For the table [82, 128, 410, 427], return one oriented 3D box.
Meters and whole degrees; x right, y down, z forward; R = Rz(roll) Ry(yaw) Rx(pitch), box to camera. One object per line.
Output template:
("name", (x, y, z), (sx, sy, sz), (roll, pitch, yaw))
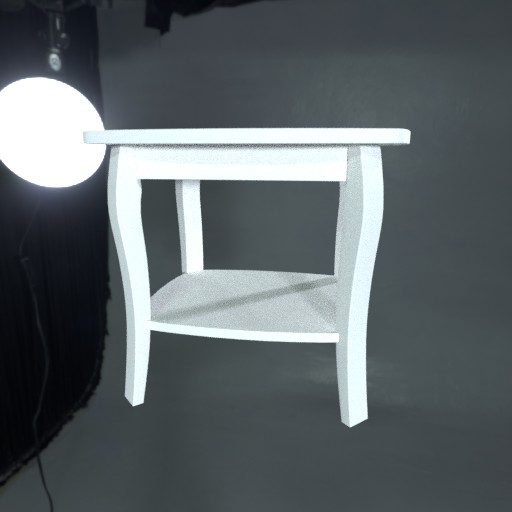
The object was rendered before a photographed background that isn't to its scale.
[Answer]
("table", (0.000, 0.000, 0.823), (0.502, 0.438, 0.451), (2, 14, 9))
